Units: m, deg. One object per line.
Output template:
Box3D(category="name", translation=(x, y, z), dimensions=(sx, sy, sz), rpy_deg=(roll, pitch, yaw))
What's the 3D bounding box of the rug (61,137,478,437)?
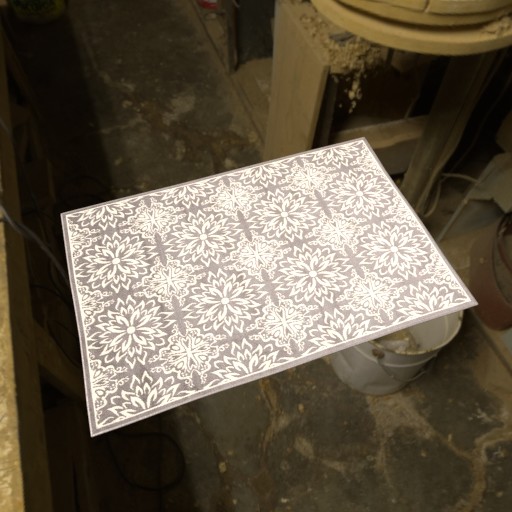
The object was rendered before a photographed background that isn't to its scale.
Box3D(category="rug", translation=(0.000, 0.000, 2.284), dimensions=(1.847, 0.012, 1.224), rpy_deg=(-16, 59, -10))
